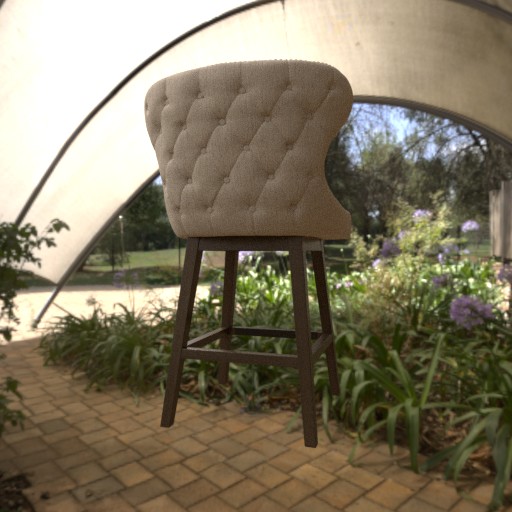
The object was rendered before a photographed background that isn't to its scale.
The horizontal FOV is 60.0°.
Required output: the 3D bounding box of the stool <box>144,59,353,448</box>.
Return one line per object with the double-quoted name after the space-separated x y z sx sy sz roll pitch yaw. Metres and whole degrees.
0.000 0.000 1.374 0.615 0.972 0.597 0 0 18 "stool"
